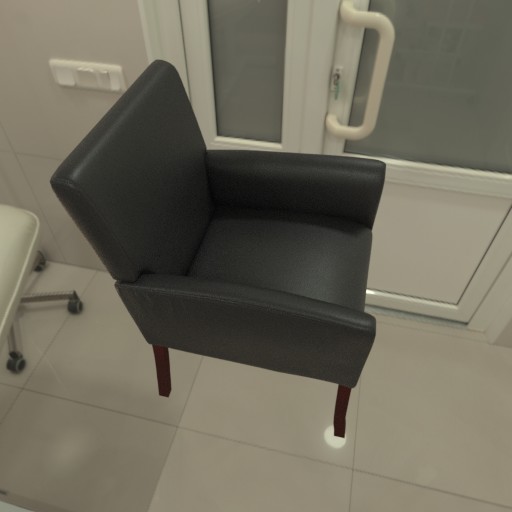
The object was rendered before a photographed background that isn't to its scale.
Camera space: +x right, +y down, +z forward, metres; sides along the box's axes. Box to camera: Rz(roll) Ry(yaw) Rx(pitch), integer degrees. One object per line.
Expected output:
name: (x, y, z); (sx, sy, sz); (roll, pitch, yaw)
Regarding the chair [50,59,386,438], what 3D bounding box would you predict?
chair: (0.000, 0.000, 1.431); (0.772, 0.951, 0.683); (10, 48, 9)
